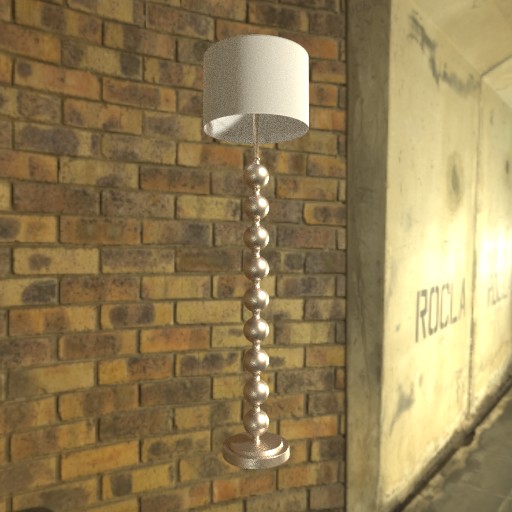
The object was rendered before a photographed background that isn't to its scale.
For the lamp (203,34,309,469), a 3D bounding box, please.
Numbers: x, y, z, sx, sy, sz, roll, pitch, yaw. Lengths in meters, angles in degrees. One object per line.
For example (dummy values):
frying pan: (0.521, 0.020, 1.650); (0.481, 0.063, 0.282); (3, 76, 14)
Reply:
lamp: (0.000, 0.000, 1.657); (0.394, 1.474, 0.394); (0, 0, -18)
